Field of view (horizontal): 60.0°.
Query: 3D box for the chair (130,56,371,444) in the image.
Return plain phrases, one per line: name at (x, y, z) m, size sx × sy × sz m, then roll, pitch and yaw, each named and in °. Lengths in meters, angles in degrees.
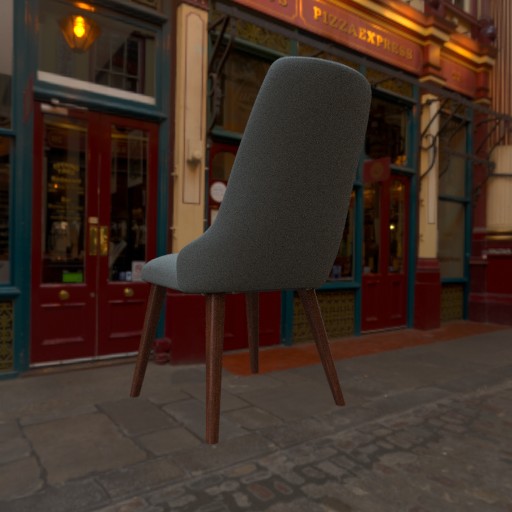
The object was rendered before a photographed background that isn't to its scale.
chair at (0.000, 0.000, 1.338) m, size 0.535 × 0.918 × 0.707 m, roll 0°, pitch 0°, yaw -36°
